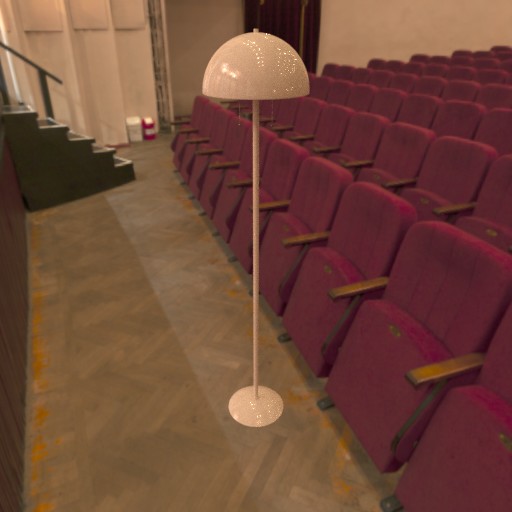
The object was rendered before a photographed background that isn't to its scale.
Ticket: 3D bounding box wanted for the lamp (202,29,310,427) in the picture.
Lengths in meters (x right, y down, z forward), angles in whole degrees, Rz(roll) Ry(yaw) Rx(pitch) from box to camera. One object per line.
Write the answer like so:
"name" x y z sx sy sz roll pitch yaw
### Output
"lamp" 0.000 0.000 1.623 0.328 1.480 0.328 -9 28 -17
